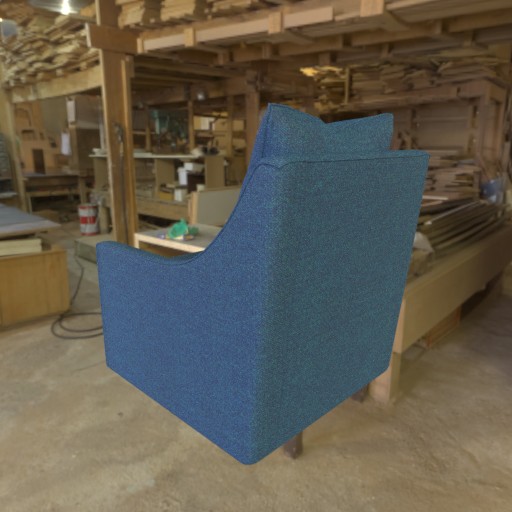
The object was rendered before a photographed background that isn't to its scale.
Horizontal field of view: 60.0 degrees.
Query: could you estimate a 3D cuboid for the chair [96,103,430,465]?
[{"bbox_3d":[0.000,0.000,1.535,0.870,0.939,0.750,14,20,43],"label":"chair"}]
